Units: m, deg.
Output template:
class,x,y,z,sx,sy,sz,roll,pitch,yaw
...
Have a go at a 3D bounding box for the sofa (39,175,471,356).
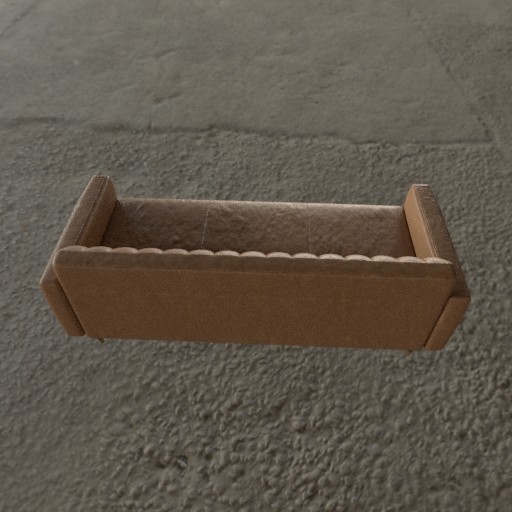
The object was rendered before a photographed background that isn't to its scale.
class,x,y,z,sx,sy,sz,roll,pitch,yaw
sofa,0.000,0.000,2.771,2.291,0.821,0.990,2,47,2
